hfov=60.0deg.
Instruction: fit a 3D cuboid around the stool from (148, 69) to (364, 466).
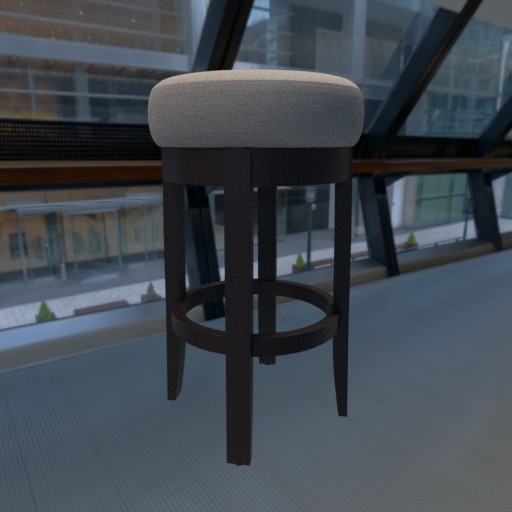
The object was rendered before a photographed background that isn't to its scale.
[{"bbox_3d":[0.000,0.000,1.005,0.443,0.757,0.443,0,14,0],"label":"stool"}]
